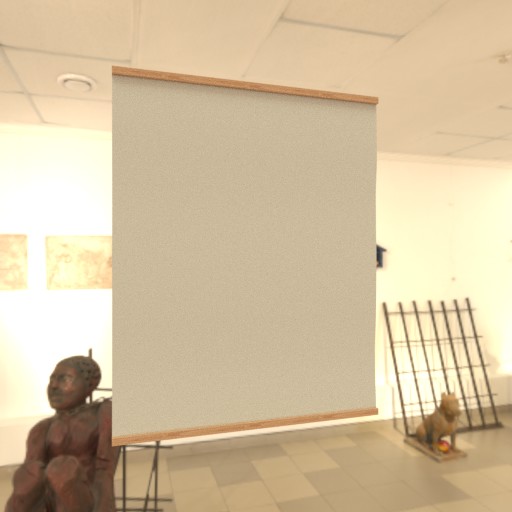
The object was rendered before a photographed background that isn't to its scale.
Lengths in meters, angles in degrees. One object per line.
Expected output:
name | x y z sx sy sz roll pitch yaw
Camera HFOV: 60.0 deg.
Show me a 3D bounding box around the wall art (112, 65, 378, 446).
wall art | 0.000 0.000 0.656 0.406 0.508 0.013 0 0 -17
